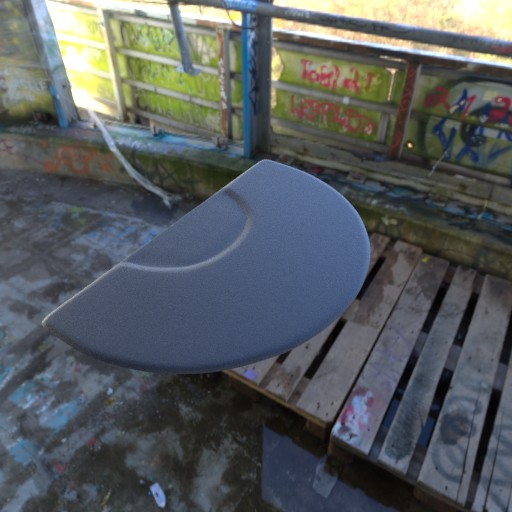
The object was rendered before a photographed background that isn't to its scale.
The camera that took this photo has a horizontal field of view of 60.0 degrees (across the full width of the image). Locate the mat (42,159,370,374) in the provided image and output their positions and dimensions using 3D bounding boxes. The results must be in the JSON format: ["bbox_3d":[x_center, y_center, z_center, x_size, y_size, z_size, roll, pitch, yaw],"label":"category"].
[{"bbox_3d":[0.000,0.000,1.910,0.917,0.016,1.525,24,46,25],"label":"mat"}]
